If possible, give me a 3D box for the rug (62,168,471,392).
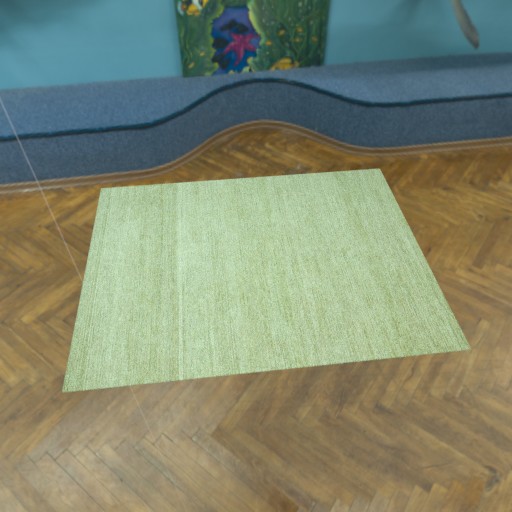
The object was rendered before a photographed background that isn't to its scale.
[{"bbox_3d":[0.000,0.000,4.250,3.198,0.016,2.425,-5,48,-4],"label":"rug"}]
